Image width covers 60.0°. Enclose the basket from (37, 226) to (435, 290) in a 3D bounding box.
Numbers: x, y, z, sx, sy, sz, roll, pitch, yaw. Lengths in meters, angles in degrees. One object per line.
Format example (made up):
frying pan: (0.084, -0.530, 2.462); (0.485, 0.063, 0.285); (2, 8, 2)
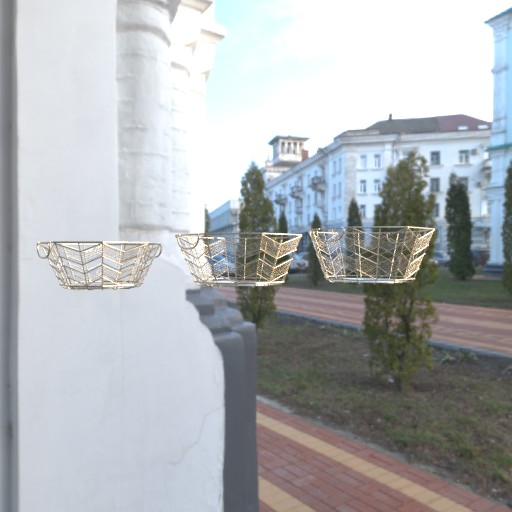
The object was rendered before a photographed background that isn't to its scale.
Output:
basket: (0.000, 0.000, 1.397); (1.246, 0.178, 0.432); (0, 0, -19)
